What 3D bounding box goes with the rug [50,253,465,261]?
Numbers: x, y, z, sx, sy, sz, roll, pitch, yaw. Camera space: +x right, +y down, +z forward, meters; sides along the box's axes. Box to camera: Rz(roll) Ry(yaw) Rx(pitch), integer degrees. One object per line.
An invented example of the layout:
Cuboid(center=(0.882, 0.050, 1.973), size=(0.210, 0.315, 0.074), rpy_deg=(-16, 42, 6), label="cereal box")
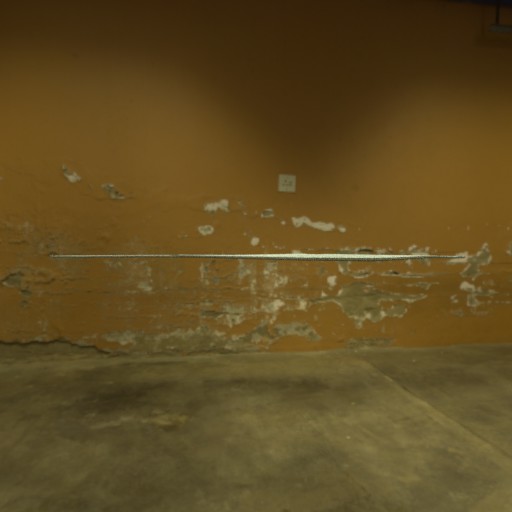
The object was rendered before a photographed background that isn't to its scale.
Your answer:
Cuboid(center=(0.000, 0.000, 2.983), size=(2.306, 0.030, 1.613), rpy_deg=(0, 0, 37), label="rug")
